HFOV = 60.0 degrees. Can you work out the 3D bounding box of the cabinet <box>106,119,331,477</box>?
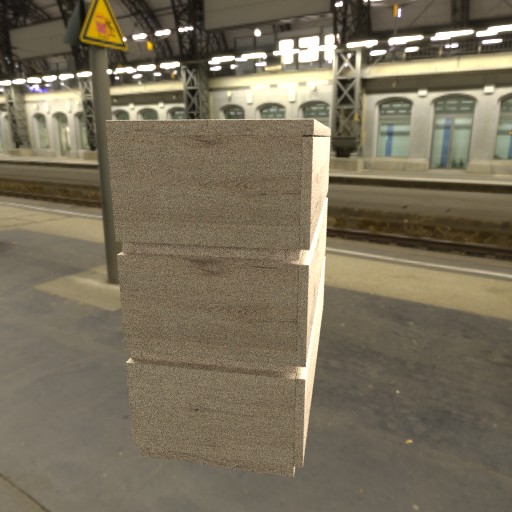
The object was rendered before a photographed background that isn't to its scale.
[{"bbox_3d":[0.000,0.000,1.457,0.420,0.820,1.040,3,15,11],"label":"cabinet"}]
